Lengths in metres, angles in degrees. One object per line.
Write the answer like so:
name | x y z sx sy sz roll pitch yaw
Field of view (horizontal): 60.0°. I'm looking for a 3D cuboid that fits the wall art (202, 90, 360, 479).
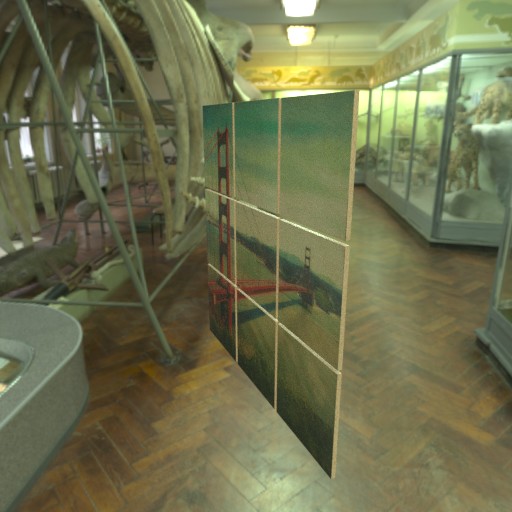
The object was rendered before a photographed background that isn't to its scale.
wall art | 0.000 0.000 1.821 0.016 1.207 1.217 -8 18 -24
